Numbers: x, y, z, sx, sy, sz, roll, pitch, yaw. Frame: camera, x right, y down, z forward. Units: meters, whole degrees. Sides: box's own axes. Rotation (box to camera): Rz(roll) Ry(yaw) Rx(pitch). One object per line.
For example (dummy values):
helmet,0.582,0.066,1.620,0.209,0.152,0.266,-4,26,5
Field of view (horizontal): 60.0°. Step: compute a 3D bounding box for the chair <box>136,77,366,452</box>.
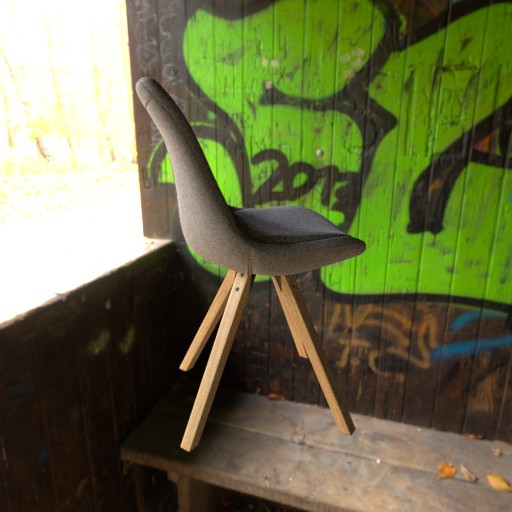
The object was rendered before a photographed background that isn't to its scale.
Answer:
chair,0.000,0.000,1.190,0.550,0.865,0.483,-3,17,-9
